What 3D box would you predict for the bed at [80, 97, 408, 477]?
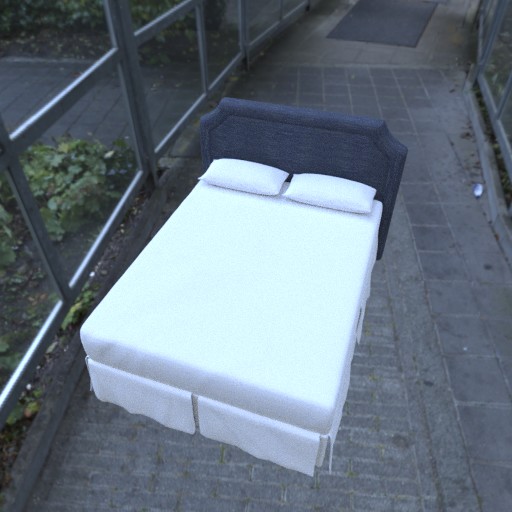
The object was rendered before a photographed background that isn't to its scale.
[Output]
[{"bbox_3d":[0.000,0.000,3.065,1.693,1.290,2.116,13,43,14],"label":"bed"}]
